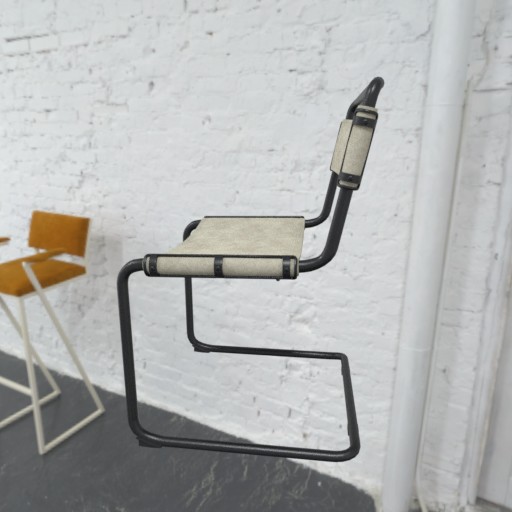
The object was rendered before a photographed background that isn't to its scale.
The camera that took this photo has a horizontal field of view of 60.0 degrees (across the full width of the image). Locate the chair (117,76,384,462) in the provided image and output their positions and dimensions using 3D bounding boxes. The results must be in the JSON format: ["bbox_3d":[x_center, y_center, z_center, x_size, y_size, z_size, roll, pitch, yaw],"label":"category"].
[{"bbox_3d":[0.000,0.000,1.063,0.497,0.747,0.499,2,14,7],"label":"chair"}]
